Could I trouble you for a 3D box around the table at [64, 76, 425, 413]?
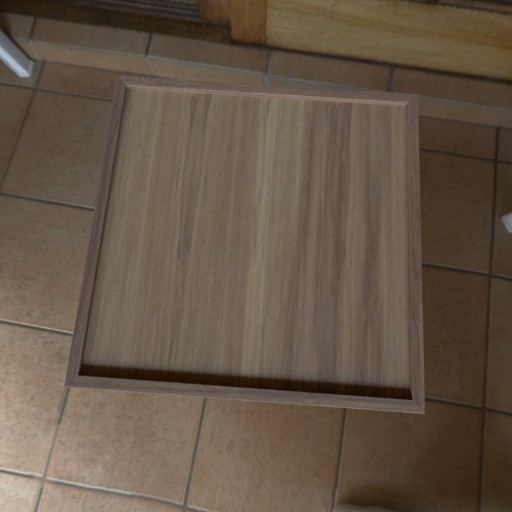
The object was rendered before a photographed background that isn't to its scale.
[{"bbox_3d":[0.000,0.000,1.135,0.676,0.464,0.679,4,76,1],"label":"table"}]
